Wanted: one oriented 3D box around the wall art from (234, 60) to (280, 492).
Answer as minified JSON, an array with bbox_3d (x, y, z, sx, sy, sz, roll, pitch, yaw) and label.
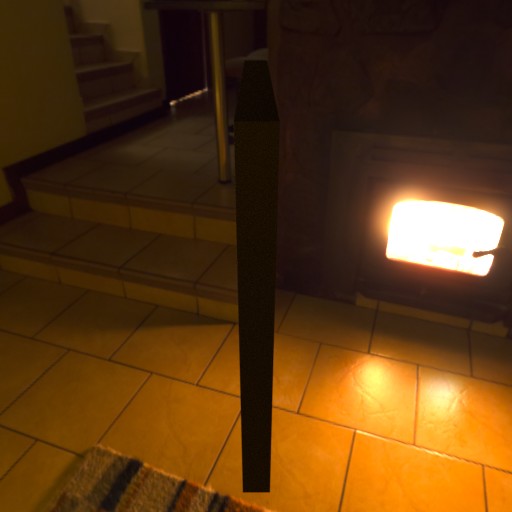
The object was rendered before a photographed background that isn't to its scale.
[{"bbox_3d":[0.000,0.000,0.512,0.029,0.381,0.330,0,30,0],"label":"wall art"}]
